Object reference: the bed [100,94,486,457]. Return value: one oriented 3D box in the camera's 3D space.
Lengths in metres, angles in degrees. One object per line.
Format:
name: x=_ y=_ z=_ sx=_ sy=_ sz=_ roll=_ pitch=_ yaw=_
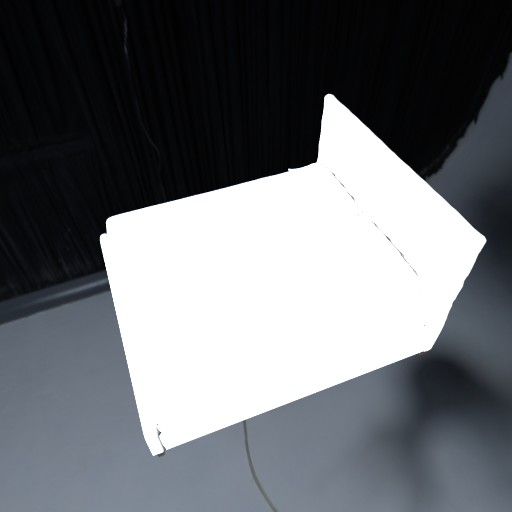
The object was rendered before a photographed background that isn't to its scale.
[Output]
bed: x=0.000 y=0.000 z=3.651 sx=2.387 sy=1.427 sz=2.078 roll=-16 pitch=49 yaw=-15
